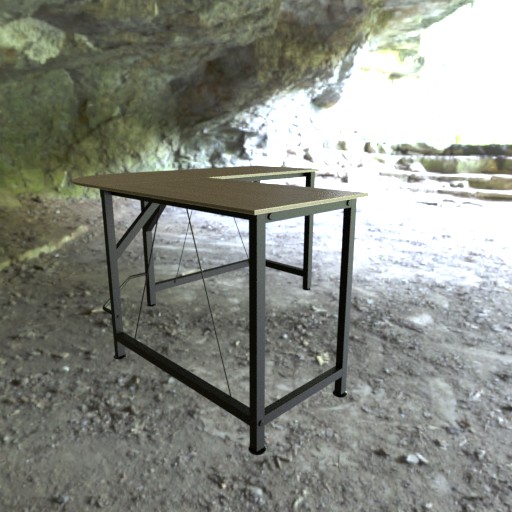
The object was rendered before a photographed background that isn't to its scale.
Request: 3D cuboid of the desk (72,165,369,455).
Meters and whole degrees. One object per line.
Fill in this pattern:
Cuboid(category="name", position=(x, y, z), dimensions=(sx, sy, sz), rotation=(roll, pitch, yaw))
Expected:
Cuboid(category="desk", position=(0.000, 0.000, 2.179), dimensions=(1.400, 0.762, 1.400), rotation=(-14, 20, -43))
